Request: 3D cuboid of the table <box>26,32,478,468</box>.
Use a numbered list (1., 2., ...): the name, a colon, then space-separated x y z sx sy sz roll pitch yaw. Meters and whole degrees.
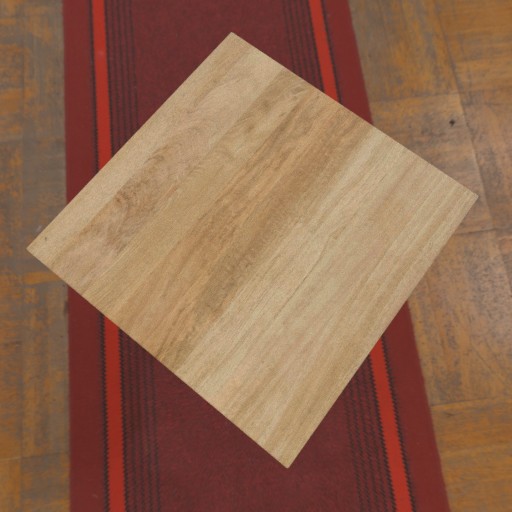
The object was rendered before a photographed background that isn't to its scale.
1. table: 0.000 0.000 1.062 0.599 0.500 0.599 37 78 9
